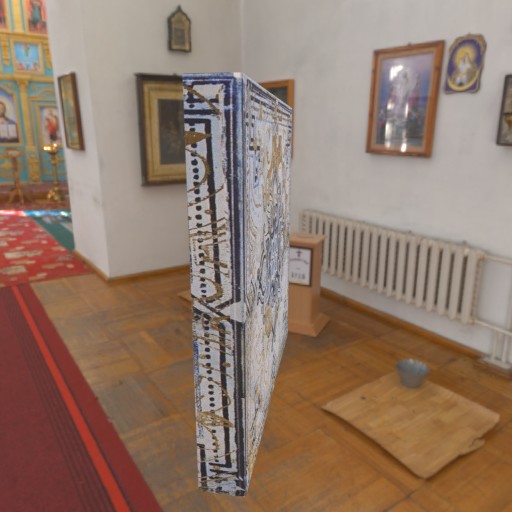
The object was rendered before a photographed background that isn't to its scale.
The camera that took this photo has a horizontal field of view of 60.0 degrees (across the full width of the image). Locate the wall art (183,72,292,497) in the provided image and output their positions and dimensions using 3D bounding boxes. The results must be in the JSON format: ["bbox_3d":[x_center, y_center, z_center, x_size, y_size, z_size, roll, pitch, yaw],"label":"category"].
[{"bbox_3d":[0.000,0.000,0.450,0.038,0.306,0.302,3,15,10],"label":"wall art"}]
